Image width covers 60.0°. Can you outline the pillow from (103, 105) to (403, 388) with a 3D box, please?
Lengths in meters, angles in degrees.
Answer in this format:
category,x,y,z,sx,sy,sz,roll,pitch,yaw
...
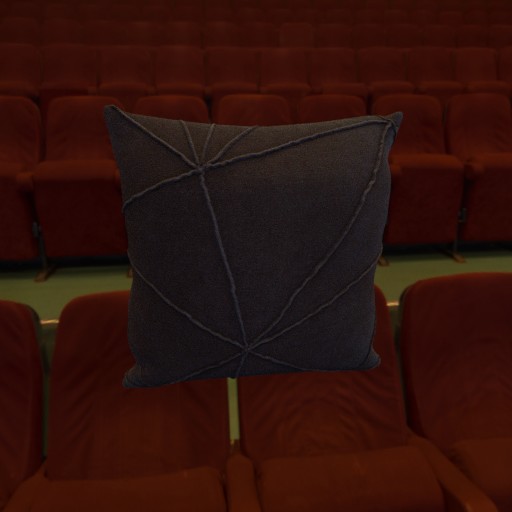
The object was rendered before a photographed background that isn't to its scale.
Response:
category,x,y,z,sx,sy,sz,roll,pitch,yaw
pillow,0.000,0.000,0.685,0.439,0.440,0.183,-2,17,-7
